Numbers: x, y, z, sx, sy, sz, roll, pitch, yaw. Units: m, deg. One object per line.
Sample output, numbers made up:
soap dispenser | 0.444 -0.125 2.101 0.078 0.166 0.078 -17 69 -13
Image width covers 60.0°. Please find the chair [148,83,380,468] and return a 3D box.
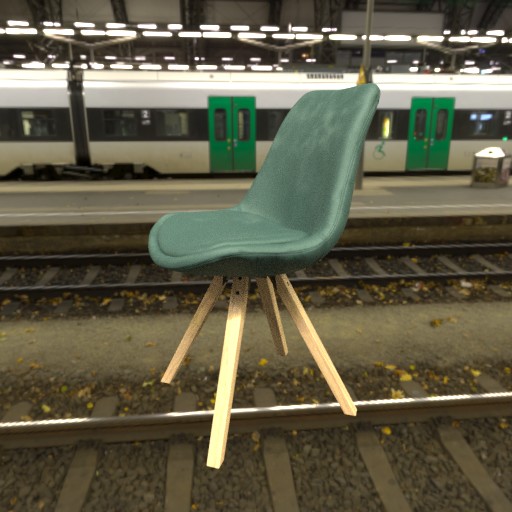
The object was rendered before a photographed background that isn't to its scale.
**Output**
chair | 0.000 0.000 1.185 0.547 0.865 0.483 -8 18 -26
